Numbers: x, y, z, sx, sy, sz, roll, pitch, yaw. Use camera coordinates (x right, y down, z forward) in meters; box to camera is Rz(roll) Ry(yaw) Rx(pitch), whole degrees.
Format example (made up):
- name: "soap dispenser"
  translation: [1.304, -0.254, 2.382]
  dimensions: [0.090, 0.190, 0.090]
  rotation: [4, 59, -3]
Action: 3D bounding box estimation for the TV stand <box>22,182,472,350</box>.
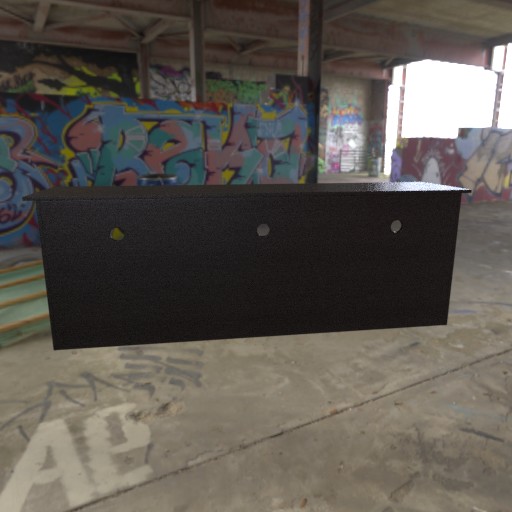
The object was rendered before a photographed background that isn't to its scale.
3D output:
- name: "TV stand"
  translation: [0.000, 0.000, 2.006]
  dimensions: [1.778, 0.610, 0.406]
  rotation: [-2, 14, -8]
